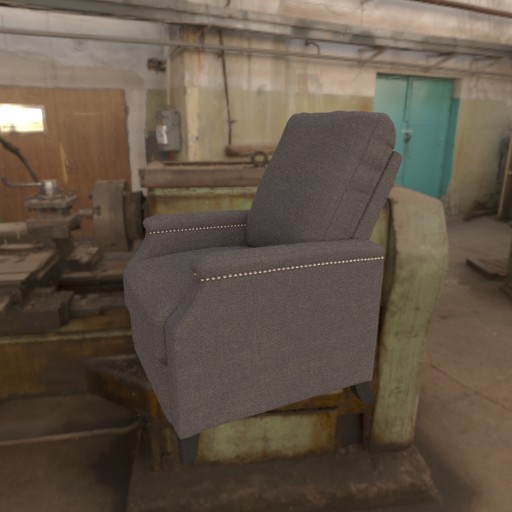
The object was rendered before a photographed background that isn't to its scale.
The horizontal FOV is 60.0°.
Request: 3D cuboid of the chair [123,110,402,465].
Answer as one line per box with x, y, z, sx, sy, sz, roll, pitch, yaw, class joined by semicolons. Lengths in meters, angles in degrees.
0.000;0.000;1.676;0.922;1.049;0.710;-8;18;-25;chair
